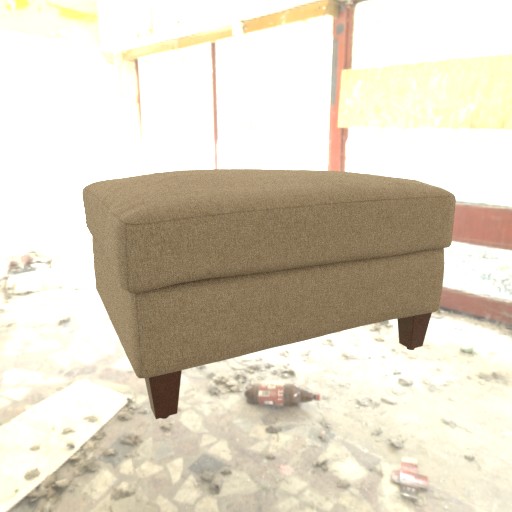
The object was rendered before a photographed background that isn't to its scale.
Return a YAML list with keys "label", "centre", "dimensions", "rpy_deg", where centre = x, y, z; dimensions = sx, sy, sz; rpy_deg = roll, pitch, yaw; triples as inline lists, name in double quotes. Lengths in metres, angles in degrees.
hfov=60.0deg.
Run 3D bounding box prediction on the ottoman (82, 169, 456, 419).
- label: "ottoman"
  centre: [0.000, 0.000, 1.316]
  dimensions: [0.889, 0.511, 0.692]
  rpy_deg: [-7, 16, -26]
